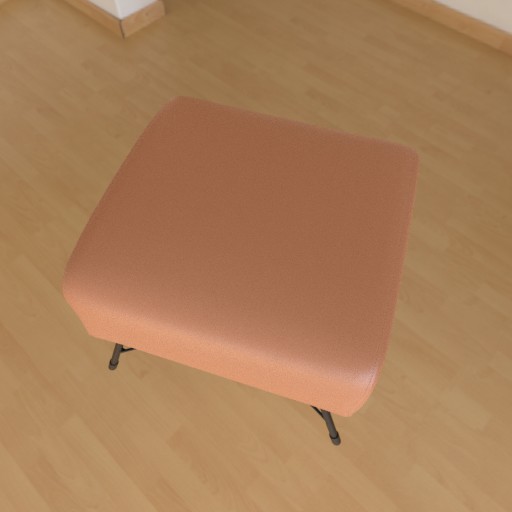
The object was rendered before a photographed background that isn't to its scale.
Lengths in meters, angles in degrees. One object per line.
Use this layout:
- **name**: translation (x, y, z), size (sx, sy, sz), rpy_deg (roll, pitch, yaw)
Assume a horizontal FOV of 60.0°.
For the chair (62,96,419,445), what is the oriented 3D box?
- **chair**: translation (0.000, 0.000, 0.903), size (0.530, 0.410, 0.530), rpy_deg (15, 60, 9)
